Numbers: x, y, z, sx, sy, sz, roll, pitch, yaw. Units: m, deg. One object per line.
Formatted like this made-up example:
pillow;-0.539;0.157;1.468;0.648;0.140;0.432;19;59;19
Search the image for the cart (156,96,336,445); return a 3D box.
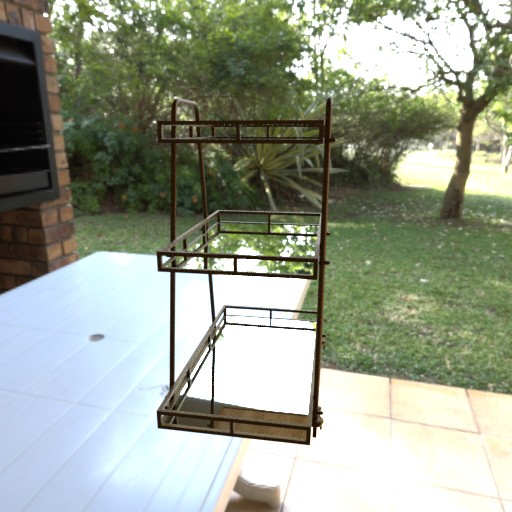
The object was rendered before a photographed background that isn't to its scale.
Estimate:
cart;0.000;0.000;1.322;0.441;0.883;0.711;3;16;9
